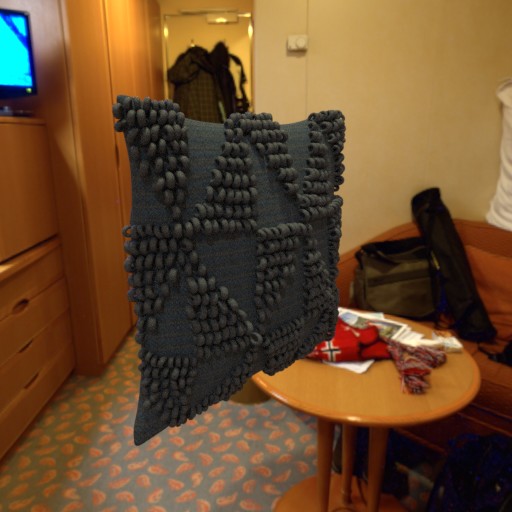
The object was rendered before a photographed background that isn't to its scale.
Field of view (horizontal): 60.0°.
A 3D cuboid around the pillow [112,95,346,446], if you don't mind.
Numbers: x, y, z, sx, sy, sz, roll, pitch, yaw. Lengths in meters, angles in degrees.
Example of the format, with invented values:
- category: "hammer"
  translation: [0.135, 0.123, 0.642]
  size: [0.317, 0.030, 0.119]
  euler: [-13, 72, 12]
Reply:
- category: "pillow"
  translation: [0.000, 0.000, 0.716]
  size: [0.172, 0.466, 0.469]
  euler: [14, 21, 42]
